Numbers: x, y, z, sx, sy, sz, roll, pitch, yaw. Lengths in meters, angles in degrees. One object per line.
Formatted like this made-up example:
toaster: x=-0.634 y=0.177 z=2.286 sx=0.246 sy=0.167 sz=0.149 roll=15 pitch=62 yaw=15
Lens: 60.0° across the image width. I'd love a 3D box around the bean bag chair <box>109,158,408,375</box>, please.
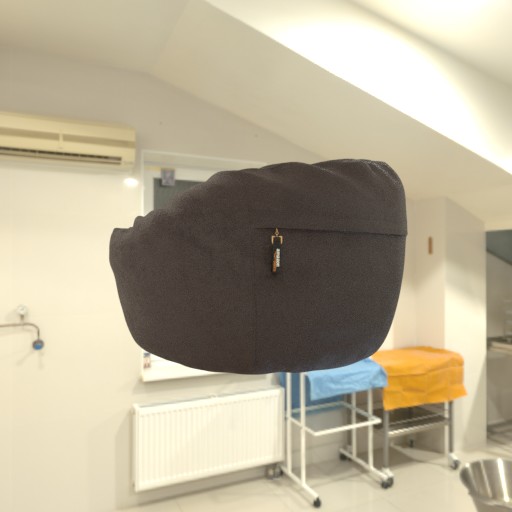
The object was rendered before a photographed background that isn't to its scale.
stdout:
bean bag chair: x=0.000 y=0.000 z=1.978 sx=1.245 sy=0.821 sz=1.245 roll=0 pitch=0 yaw=0
